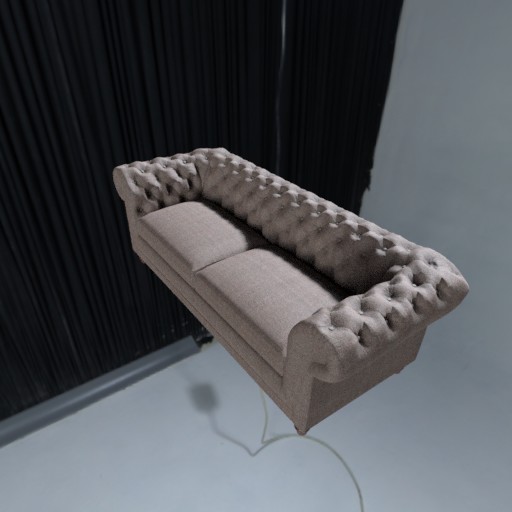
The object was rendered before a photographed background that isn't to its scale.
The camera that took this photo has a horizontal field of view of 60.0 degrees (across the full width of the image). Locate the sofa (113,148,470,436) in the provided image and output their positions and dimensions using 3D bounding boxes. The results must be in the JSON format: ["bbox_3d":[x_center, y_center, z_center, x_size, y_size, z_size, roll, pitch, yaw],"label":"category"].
[{"bbox_3d":[0.000,0.000,2.822,0.944,0.787,2.385,-20,37,-29],"label":"sofa"}]
